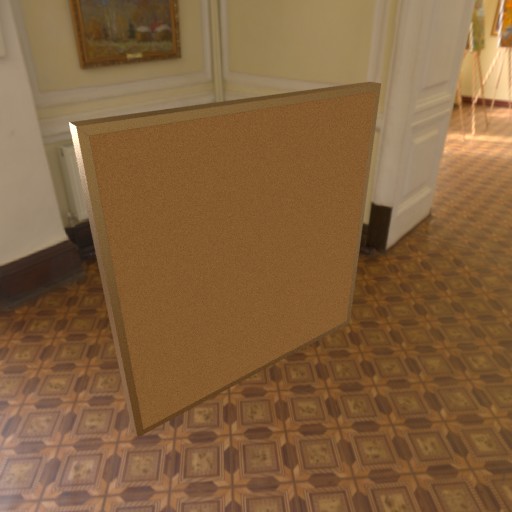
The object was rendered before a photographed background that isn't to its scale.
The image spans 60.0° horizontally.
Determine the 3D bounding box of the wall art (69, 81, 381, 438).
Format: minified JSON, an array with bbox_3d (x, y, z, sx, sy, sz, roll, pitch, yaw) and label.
[{"bbox_3d":[0.000,0.000,1.124,0.762,0.762,0.038,-20,35,-31],"label":"wall art"}]
